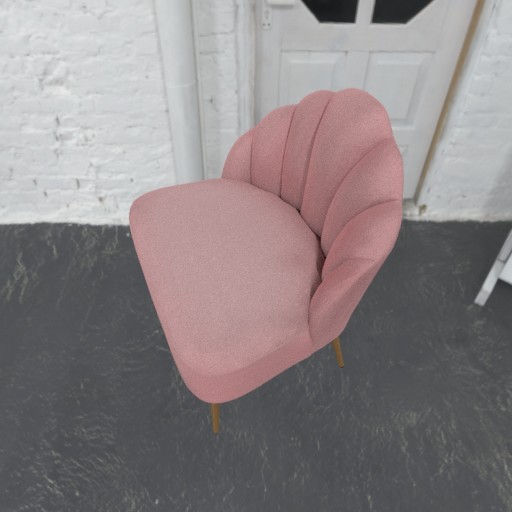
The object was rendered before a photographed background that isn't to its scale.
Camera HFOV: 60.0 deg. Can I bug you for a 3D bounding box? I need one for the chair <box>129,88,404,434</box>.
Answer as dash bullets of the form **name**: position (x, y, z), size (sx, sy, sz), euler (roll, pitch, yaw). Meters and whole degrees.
- **chair**: position (0.000, 0.000, 1.226), size (0.599, 0.819, 0.657), euler (-17, 48, -16)
